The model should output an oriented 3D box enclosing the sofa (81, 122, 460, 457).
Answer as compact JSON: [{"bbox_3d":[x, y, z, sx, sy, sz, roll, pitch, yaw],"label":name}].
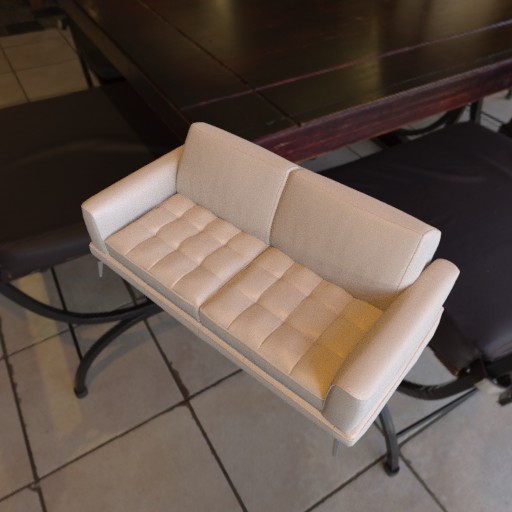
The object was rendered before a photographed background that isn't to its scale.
[{"bbox_3d":[0.000,0.000,2.770,2.177,0.930,1.121,31,53,27],"label":"sofa"}]
